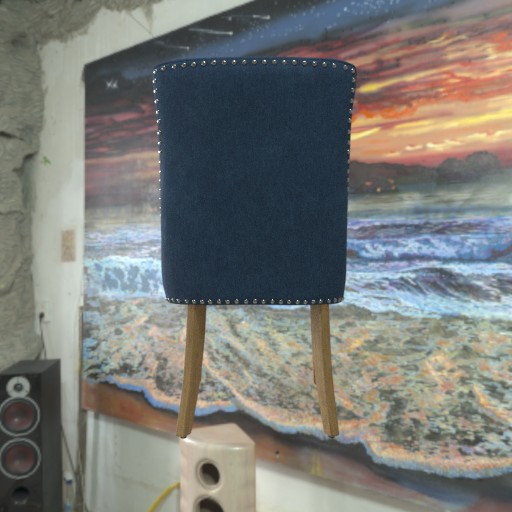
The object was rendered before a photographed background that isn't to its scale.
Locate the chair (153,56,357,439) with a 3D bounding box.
[{"bbox_3d":[0.000,0.000,1.275,0.495,0.902,0.610,0,0,1],"label":"chair"}]
